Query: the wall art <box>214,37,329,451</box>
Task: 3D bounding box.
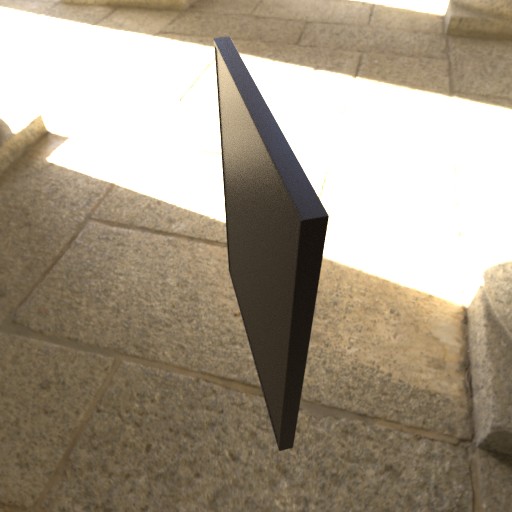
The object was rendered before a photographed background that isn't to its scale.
[{"bbox_3d":[0.000,0.000,0.753,0.028,0.551,0.451,-10,47,-10],"label":"wall art"}]
